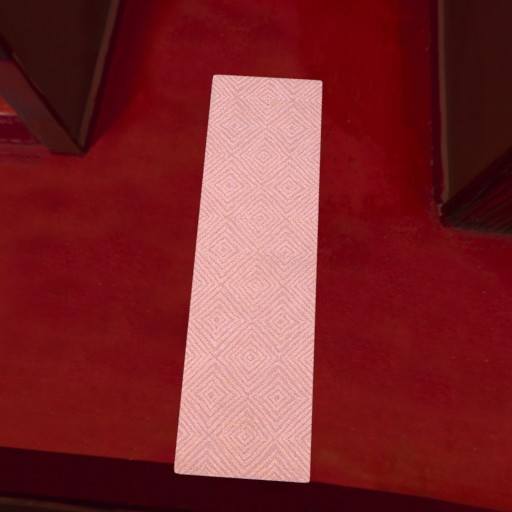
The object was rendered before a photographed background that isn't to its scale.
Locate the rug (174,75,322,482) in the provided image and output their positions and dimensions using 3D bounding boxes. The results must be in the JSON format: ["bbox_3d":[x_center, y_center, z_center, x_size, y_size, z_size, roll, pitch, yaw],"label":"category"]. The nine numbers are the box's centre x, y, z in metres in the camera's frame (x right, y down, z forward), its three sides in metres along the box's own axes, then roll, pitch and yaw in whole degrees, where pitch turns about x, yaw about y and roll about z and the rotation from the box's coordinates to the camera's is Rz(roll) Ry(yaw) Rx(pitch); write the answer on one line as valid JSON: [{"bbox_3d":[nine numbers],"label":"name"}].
[{"bbox_3d":[0.000,0.000,2.475,0.676,0.008,2.277,4,76,1],"label":"rug"}]
